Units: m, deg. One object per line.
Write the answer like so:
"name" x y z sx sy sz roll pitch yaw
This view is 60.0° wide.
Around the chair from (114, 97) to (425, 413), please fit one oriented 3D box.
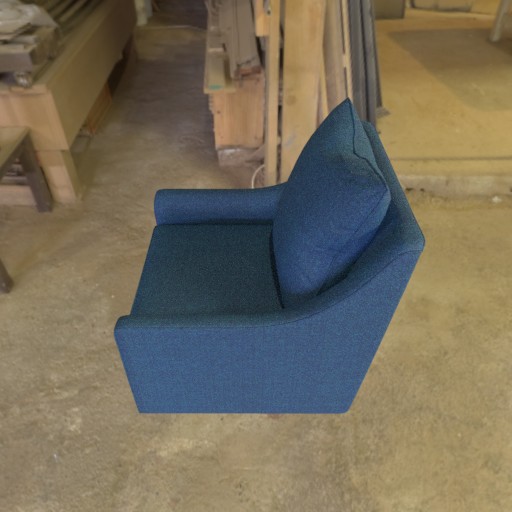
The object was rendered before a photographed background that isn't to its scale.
"chair" 0.000 0.000 1.611 0.870 0.939 0.750 0 41 0
